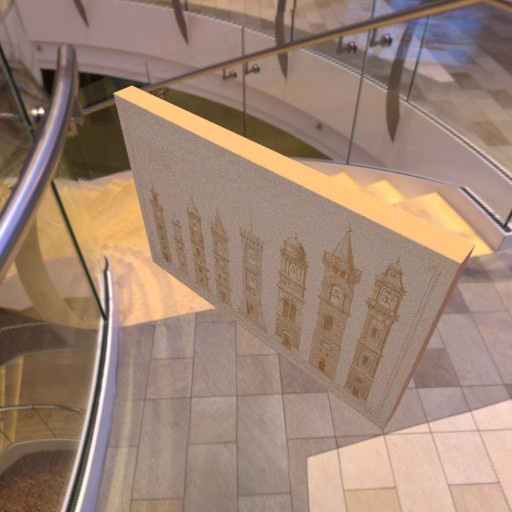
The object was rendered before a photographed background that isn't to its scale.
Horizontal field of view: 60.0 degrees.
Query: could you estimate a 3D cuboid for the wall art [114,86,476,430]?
[{"bbox_3d":[0.000,0.000,0.763,0.609,0.407,0.039,32,53,28],"label":"wall art"}]
